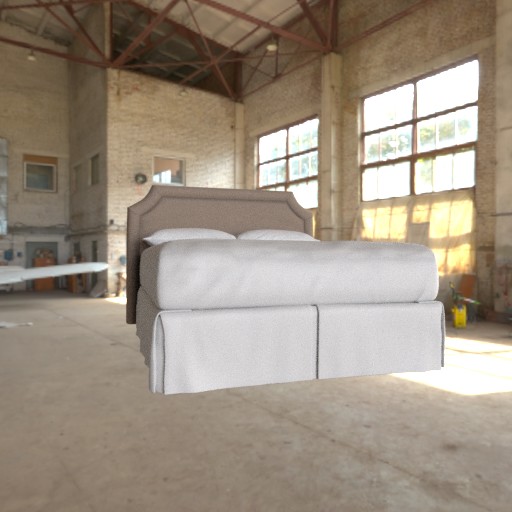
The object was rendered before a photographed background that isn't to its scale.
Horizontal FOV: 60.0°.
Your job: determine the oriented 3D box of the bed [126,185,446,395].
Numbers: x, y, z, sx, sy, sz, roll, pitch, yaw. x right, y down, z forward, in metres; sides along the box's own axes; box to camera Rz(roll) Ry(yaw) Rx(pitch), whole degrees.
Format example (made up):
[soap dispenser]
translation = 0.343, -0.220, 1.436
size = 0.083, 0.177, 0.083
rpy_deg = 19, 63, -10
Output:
[bed]
translation = 0.000, 0.000, 3.285
size = 1.828, 1.303, 2.164
rpy_deg = 0, 0, -17
